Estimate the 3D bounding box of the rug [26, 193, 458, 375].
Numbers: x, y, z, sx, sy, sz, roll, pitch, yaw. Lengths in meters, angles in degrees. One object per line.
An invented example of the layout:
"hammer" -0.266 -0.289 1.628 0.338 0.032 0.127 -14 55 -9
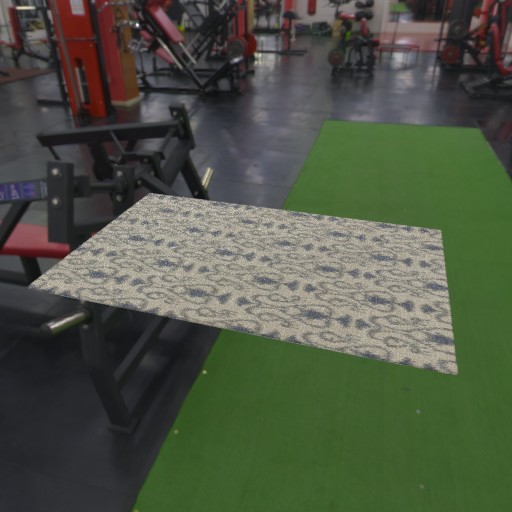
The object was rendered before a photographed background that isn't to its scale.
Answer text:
"rug" 0.000 0.000 2.029 1.652 0.006 1.035 9 32 14
